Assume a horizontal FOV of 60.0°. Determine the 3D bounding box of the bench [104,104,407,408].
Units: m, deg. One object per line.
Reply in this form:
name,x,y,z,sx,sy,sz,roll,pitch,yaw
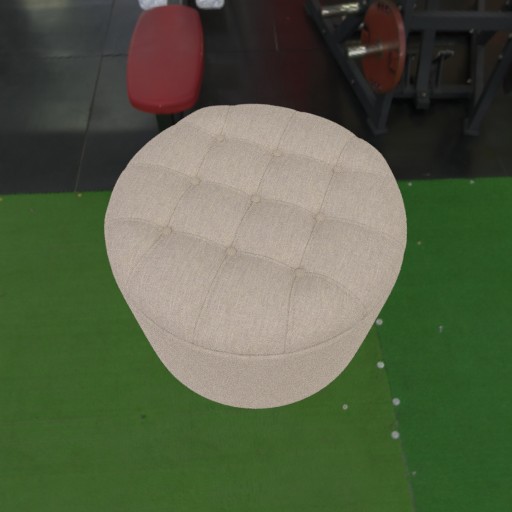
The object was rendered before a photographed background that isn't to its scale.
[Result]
bench,0.000,0.000,1.028,0.600,0.454,0.600,0,58,0
